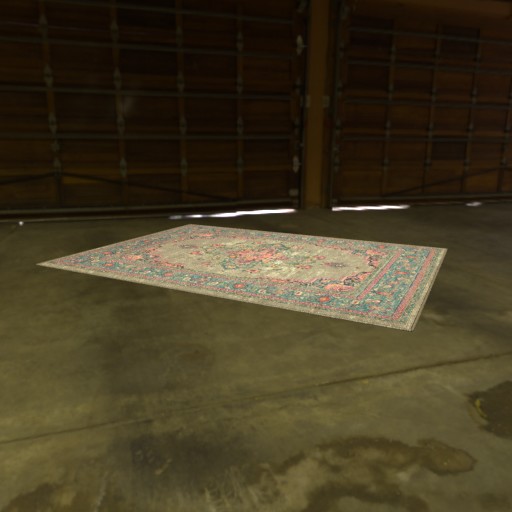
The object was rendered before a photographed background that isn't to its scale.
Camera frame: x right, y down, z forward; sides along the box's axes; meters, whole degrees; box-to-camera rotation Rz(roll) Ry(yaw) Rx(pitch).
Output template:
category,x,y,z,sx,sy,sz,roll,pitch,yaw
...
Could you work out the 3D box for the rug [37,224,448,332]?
category,x,y,z,sx,sy,sz,roll,pitch,yaw
rug,0.000,0.000,2.922,2.214,0.013,1.609,7,16,26
